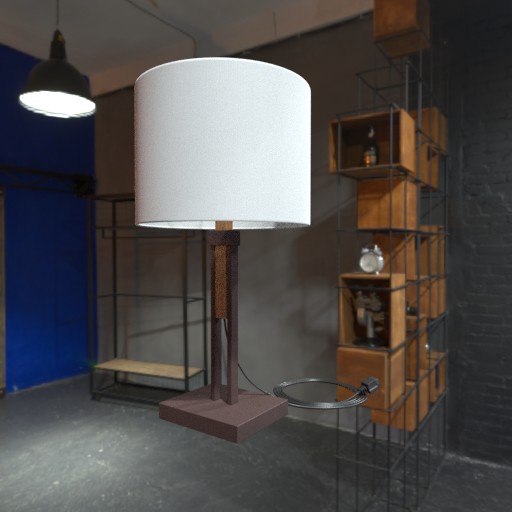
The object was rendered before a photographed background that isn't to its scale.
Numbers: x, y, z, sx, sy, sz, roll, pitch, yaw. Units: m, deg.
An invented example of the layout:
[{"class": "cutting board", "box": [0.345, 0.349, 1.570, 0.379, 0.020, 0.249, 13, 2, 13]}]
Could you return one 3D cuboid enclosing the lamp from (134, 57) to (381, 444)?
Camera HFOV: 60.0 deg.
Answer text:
[{"class": "lamp", "box": [0.000, 0.000, 0.976, 0.396, 0.668, 0.525, 1, 1, 36]}]
